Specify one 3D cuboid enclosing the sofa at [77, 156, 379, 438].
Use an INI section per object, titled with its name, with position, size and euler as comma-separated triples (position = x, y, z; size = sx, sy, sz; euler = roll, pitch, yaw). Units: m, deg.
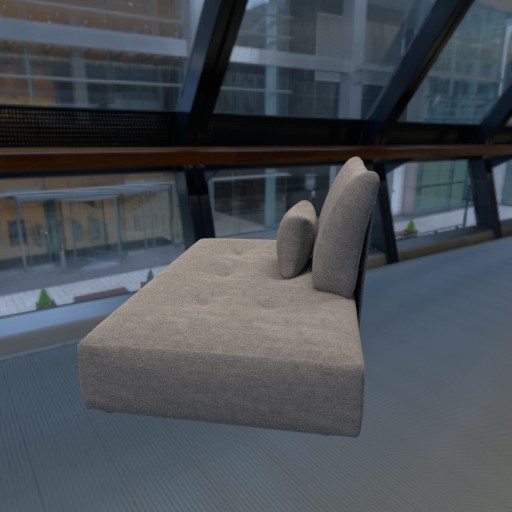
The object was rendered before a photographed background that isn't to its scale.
[sofa]
position = 0.000, 0.000, 2.025
size = 1.002, 0.820, 1.450
euler = 3, 16, 9
